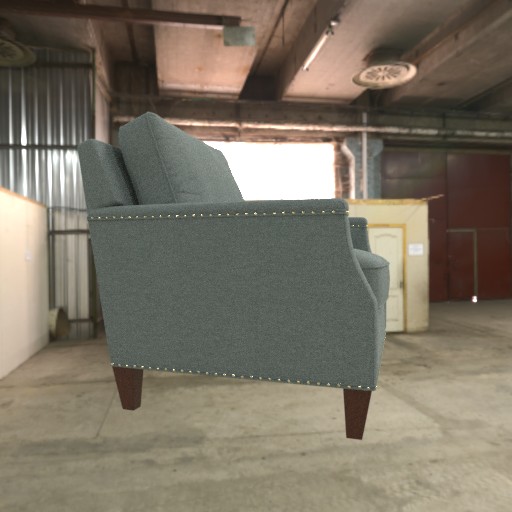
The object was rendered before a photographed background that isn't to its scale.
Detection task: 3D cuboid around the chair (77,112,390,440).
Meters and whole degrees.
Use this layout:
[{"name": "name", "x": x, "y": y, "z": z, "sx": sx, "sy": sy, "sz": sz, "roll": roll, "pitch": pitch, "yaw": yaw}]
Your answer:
[{"name": "chair", "x": 0.000, "y": 0.000, "z": 1.781, "sx": 1.031, "sy": 1.031, "sz": 0.885, "roll": 0, "pitch": 1, "yaw": 18}]
